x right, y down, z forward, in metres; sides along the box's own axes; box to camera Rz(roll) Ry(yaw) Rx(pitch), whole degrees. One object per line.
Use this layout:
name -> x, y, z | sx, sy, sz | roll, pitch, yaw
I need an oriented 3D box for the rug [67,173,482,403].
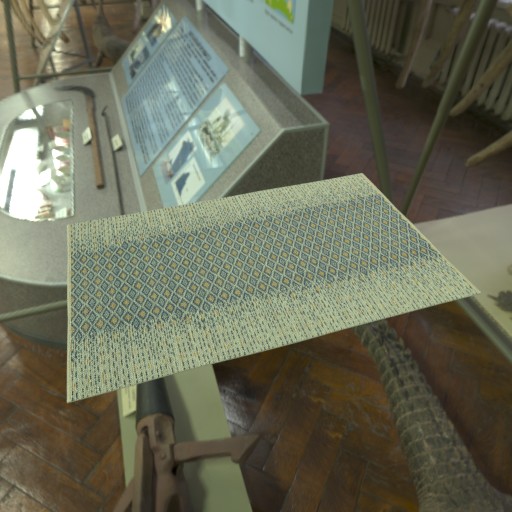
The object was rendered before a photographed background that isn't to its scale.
rug -> 0.000, 0.000, 3.017 | 2.448, 0.008, 1.541 | -12, 42, -14
